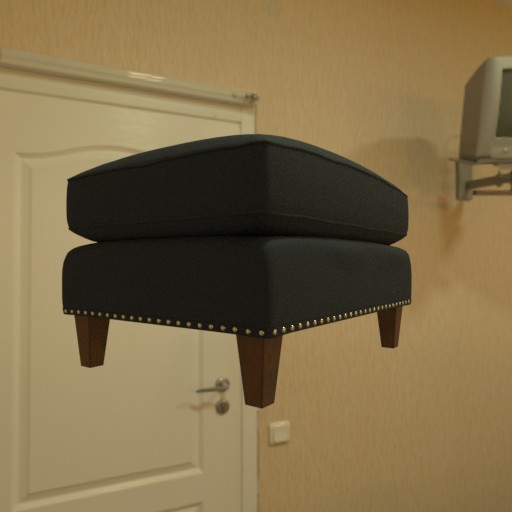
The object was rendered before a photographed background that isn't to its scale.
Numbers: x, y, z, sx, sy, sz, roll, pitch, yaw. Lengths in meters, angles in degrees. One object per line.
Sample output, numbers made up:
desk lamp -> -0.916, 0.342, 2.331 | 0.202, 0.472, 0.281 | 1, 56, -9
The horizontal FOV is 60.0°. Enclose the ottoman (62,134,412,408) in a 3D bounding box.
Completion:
ottoman -> 0.000, 0.000, 1.148 | 0.584, 0.513, 0.741 | -1, -1, 36
